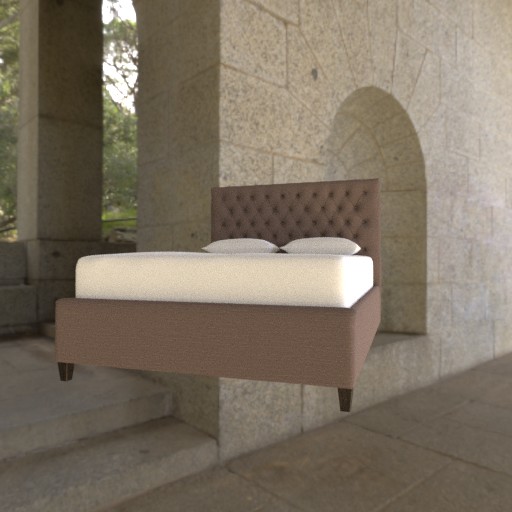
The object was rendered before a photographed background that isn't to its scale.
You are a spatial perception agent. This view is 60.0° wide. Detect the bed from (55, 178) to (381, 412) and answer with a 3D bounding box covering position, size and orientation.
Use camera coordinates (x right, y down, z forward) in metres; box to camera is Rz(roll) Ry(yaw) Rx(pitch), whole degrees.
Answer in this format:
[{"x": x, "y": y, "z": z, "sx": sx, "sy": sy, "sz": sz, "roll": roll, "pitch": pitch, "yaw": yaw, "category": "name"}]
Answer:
[{"x": 0.000, "y": 0.000, "z": 3.296, "sx": 1.696, "sy": 1.426, "sz": 2.233, "roll": 0, "pitch": 0, "yaw": 18, "category": "bed"}]
